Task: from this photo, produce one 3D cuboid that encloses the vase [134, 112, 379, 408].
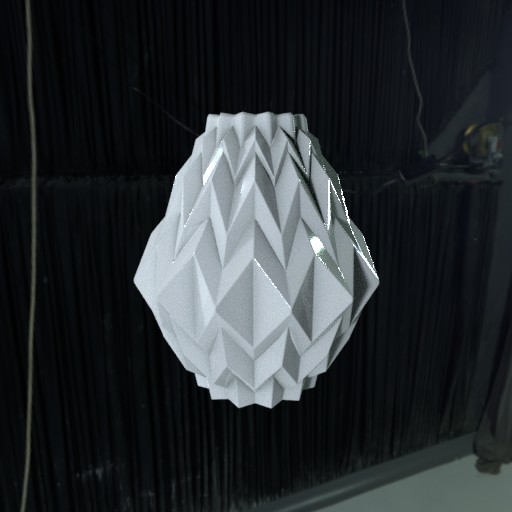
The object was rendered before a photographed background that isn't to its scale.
[{"bbox_3d":[0.000,0.000,0.306,0.164,0.185,0.164,0,14,0],"label":"vase"}]
